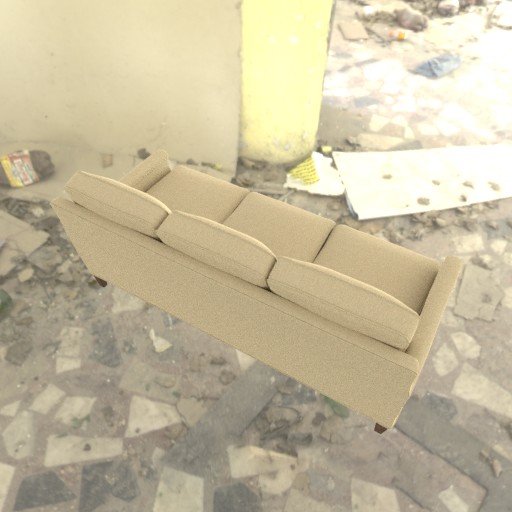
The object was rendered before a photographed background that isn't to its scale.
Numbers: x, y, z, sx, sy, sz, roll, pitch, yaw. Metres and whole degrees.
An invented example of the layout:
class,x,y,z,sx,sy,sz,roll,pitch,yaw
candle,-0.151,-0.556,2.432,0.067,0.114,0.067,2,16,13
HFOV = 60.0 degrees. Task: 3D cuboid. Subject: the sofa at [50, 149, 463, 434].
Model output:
class,x,y,z,sx,sy,sz,roll,pitch,yaw
sofa,0.000,0.000,2.758,2.246,1.003,1.084,23,51,20
